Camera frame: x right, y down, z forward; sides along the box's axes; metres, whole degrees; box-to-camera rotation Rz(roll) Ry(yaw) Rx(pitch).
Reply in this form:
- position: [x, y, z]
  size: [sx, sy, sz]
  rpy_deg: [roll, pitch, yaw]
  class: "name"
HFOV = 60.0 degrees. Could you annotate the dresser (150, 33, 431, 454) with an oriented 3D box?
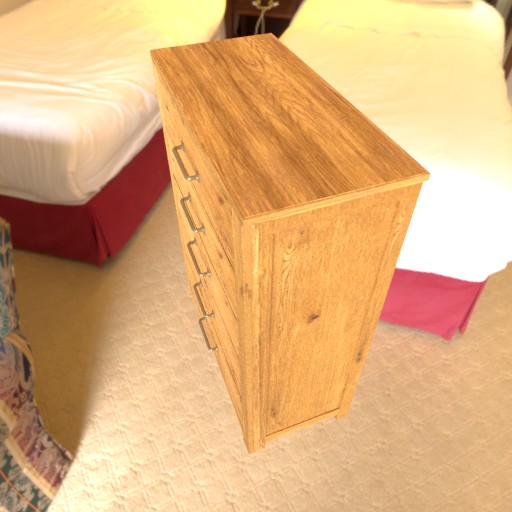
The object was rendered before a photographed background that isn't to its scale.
- position: [0.000, 0.000, 1.934]
  size: [0.558, 1.431, 1.081]
  rpy_deg: [-15, 47, -14]
  class: "dresser"
